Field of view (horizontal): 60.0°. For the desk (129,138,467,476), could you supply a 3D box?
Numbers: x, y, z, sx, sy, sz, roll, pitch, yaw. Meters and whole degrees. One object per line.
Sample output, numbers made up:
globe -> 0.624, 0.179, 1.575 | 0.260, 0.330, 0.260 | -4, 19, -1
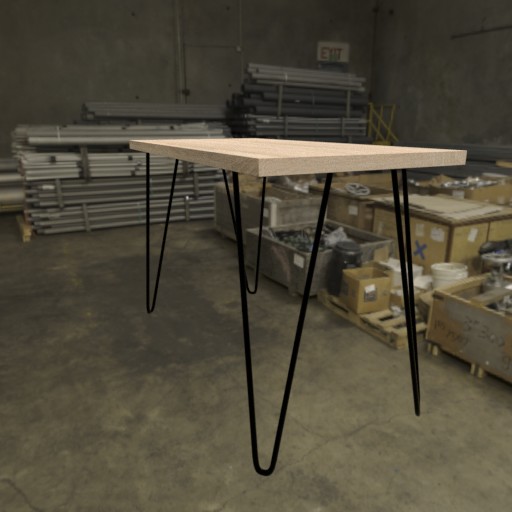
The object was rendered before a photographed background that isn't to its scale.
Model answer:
desk -> 0.000, 0.000, 1.348 | 0.499, 0.660, 0.991 | -8, 18, -26
